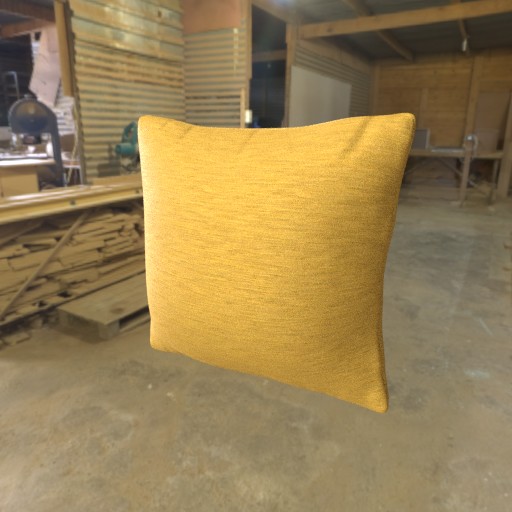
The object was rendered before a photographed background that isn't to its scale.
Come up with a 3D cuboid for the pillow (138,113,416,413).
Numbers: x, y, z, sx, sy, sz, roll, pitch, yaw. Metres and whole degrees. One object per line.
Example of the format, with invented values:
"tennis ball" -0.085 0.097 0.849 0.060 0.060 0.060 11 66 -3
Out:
"pillow" 0.000 0.000 0.683 0.435 0.417 0.247 8 18 26
